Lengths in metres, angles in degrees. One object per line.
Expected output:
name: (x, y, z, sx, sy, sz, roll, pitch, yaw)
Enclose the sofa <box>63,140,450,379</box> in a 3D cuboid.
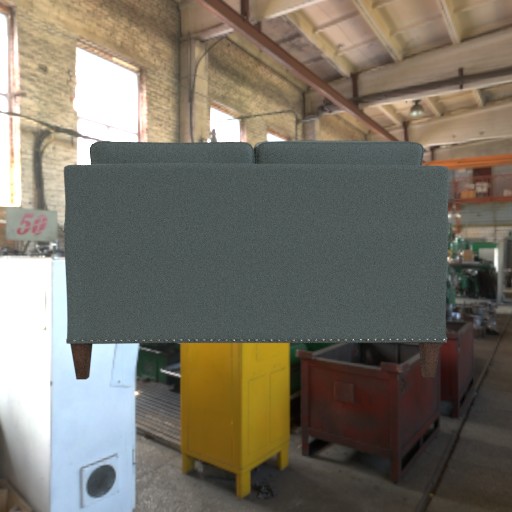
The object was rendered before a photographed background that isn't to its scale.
sofa: (0.000, 0.000, 2.248, 1.597, 1.003, 1.084, 0, 1, -1)
